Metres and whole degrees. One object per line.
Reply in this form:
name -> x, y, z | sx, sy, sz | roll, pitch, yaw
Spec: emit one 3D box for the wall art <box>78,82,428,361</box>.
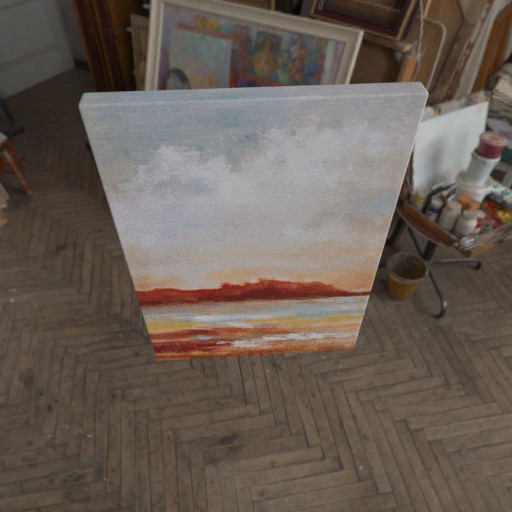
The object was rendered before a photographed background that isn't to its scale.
wall art -> 0.000, 0.000, 0.785 | 0.443, 0.605, 0.035 | -3, 46, -3
